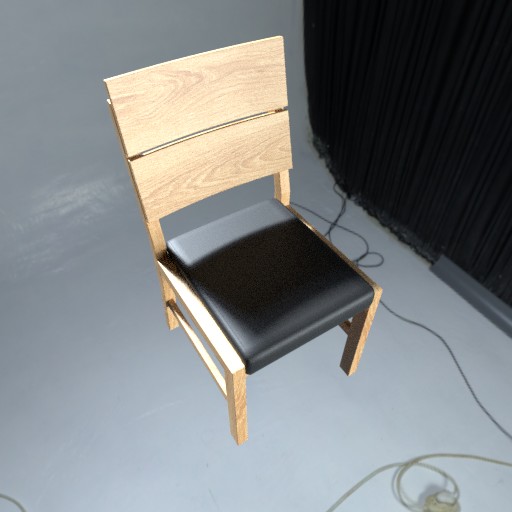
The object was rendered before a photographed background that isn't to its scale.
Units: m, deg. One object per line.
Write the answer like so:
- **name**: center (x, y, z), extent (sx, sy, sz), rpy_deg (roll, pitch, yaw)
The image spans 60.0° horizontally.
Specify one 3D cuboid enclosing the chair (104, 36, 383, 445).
- **chair**: center (0.000, 0.000, 1.267), extent (0.475, 0.950, 0.569), rpy_deg (-25, 52, -21)
